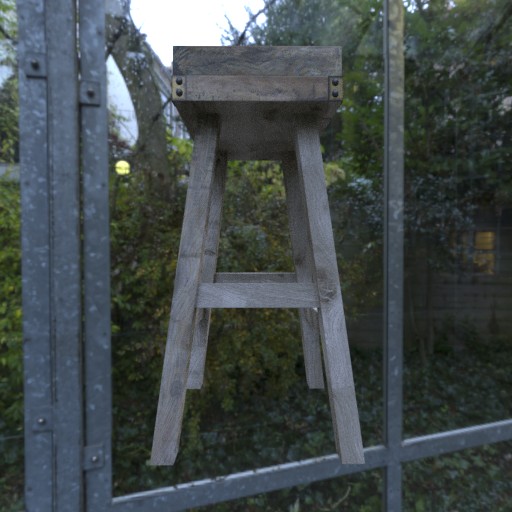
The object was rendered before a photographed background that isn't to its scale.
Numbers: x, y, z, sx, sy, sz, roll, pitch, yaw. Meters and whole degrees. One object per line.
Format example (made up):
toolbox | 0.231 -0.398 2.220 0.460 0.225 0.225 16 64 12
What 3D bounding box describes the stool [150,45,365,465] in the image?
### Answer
stool | 0.000 0.000 0.886 0.330 0.635 0.450 0 1 -1
